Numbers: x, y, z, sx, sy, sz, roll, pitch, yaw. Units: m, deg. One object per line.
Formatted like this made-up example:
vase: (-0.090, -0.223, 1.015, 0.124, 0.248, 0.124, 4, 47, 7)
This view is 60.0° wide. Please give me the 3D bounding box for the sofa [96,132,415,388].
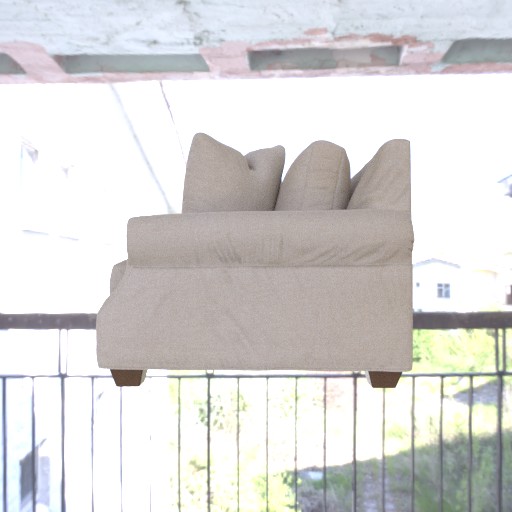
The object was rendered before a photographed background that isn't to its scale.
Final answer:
sofa: (0.000, 0.000, 2.160, 1.070, 0.905, 1.550, 0, -1, 1)
